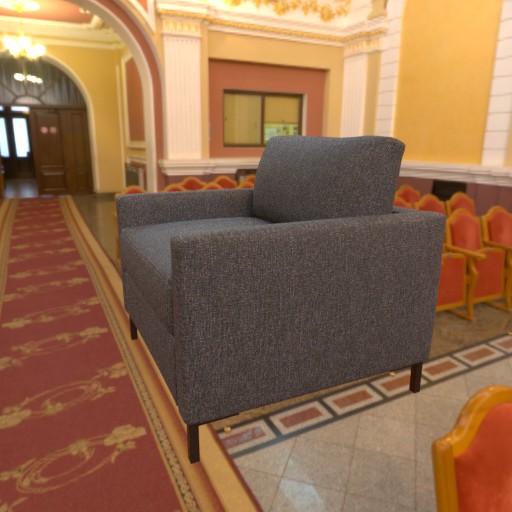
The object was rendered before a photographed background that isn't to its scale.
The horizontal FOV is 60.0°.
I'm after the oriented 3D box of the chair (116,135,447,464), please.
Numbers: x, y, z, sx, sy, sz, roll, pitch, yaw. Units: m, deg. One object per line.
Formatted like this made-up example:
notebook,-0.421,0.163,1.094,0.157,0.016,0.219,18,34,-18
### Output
chair,0.000,0.000,1.625,0.866,0.861,0.963,-7,16,-25
